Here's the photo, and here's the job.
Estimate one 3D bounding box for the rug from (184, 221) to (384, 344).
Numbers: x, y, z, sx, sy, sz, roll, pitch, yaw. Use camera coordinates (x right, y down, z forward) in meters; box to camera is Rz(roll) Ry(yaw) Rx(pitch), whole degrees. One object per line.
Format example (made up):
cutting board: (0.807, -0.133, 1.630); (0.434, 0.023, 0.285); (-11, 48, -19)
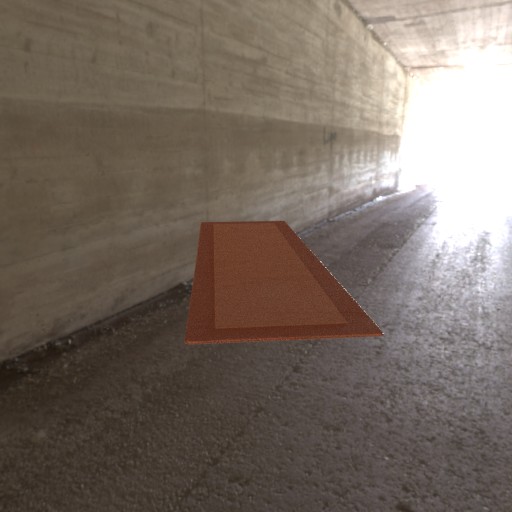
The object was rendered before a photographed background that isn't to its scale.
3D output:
rug: (0.000, 0.000, 2.820); (0.914, 0.013, 2.471); (-2, 15, -9)
